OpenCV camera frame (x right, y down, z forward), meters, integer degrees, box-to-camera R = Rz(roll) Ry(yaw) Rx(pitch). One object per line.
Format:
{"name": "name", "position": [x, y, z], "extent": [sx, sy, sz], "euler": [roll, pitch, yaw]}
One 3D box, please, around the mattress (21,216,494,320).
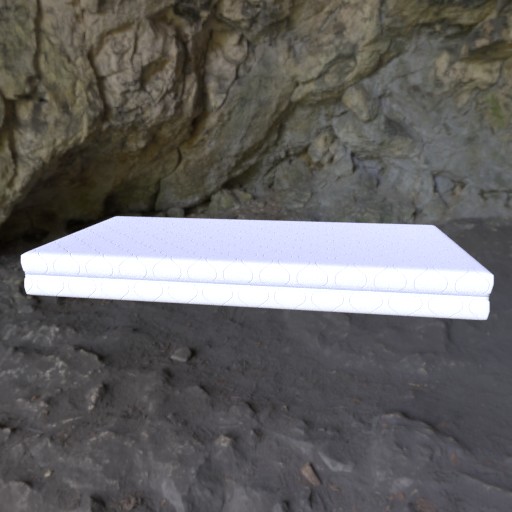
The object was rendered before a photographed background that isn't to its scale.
{"name": "mattress", "position": [0.000, 0.000, 2.199], "extent": [1.900, 0.200, 0.900], "euler": [2, 16, 8]}
